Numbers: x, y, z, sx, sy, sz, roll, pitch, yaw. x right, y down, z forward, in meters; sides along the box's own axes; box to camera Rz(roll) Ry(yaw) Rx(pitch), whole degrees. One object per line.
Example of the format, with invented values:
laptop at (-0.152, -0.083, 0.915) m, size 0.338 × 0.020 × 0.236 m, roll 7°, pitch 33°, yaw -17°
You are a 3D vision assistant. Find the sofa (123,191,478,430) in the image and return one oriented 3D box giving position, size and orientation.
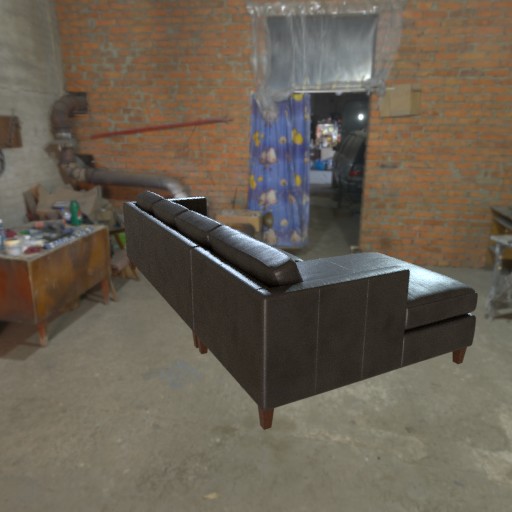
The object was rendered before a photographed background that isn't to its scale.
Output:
sofa at (0.000, 0.000, 3.826) m, size 1.581 × 0.883 × 3.203 m, roll -8°, pitch 18°, yaw -26°
